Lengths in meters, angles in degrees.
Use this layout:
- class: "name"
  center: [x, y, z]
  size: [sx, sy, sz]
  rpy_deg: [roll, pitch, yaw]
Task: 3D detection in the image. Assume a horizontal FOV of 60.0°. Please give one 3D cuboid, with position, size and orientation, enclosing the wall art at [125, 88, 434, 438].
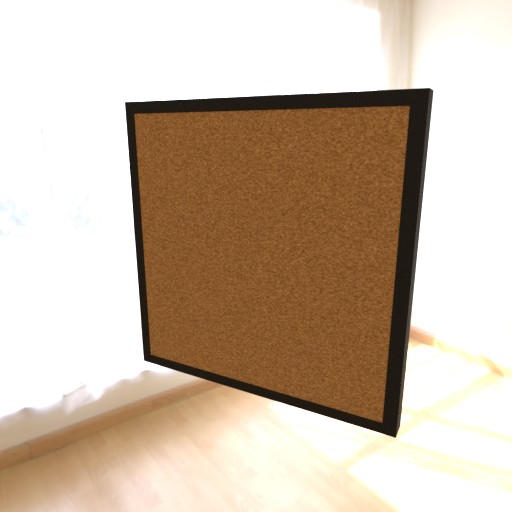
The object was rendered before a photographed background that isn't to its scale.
- class: "wall art"
  center: [0.000, 0.000, 0.743]
  size: [0.506, 0.503, 0.036]
  rpy_deg: [8, 17, 27]
